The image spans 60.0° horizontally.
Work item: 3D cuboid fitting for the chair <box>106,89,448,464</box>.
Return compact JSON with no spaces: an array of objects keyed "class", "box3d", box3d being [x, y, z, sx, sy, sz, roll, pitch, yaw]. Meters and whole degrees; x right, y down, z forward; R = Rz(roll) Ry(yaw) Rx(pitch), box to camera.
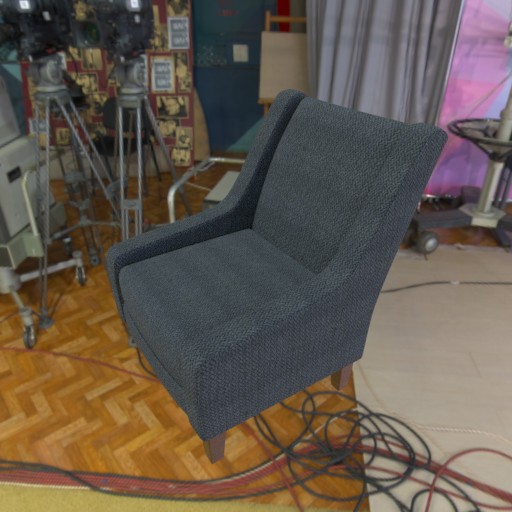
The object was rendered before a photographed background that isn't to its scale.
[{"class":"chair","box3d":[0.000,0.000,1.681,0.944,1.012,0.793,-19,36,-28]}]
